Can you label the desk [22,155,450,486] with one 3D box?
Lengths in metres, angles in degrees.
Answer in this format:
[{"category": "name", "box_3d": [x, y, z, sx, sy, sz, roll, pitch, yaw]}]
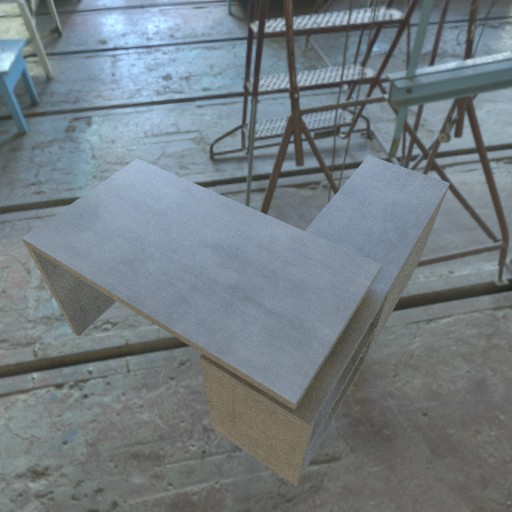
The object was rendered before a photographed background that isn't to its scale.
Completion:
[{"category": "desk", "box_3d": [0.000, 0.000, 2.320, 1.400, 0.740, 1.500, 26, 52, 22]}]
